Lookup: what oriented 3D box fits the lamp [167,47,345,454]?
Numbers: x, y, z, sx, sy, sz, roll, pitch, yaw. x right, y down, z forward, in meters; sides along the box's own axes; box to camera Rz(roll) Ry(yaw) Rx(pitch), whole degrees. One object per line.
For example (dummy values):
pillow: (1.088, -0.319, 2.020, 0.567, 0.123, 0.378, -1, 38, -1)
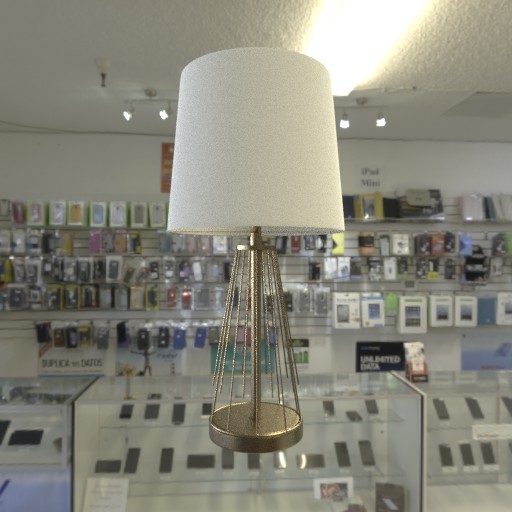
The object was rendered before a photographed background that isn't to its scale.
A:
lamp: (0.000, 0.000, 0.772, 0.303, 0.618, 0.303, 0, 0, 0)
